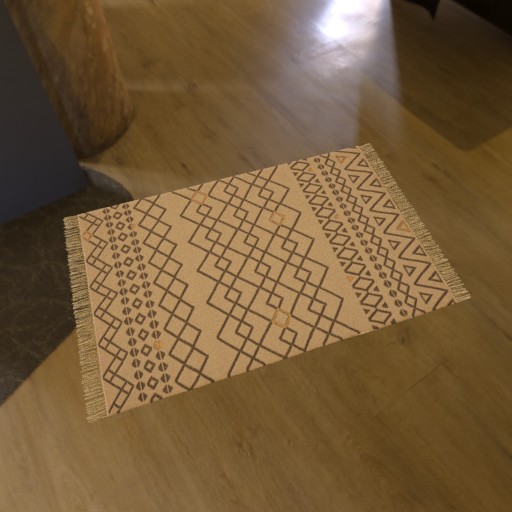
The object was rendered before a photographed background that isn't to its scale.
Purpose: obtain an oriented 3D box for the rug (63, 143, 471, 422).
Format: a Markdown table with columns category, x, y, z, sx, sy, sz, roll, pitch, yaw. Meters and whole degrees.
| category | x | y | z | sx | sy | sz | roll | pitch | yaw |
| --- | --- | --- | --- | --- | --- | --- | --- | --- | --- |
| rug | 0.000 | 0.000 | 2.482 | 2.023 | 0.028 | 1.224 | -16 | 59 | -10 |
